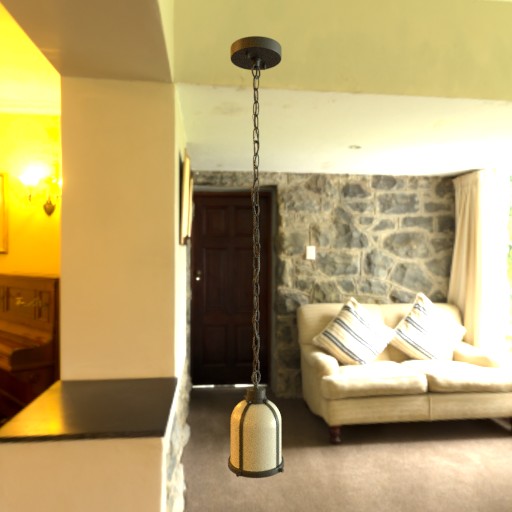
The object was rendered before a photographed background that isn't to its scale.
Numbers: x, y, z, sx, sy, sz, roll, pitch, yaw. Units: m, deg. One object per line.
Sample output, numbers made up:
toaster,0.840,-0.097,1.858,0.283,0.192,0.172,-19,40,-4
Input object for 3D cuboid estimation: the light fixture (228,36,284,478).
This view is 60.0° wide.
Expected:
light fixture,0.000,0.000,1.259,0.178,1.181,0.178,0,0,34
